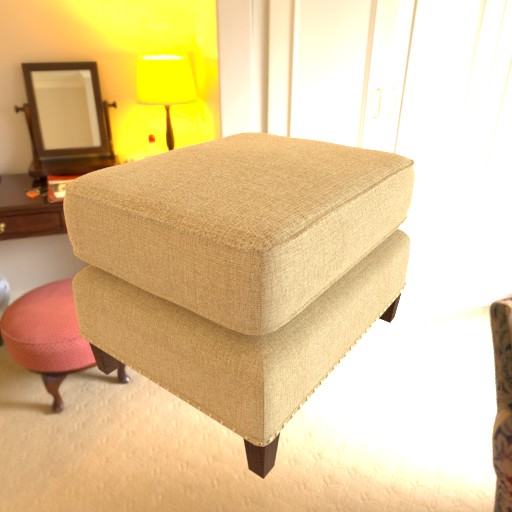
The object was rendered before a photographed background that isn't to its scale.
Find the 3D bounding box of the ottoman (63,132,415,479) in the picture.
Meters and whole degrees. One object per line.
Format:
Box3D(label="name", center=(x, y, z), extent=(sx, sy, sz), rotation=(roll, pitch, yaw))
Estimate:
Box3D(label="ottoman", center=(0.000, 0.000, 1.144), extent=(0.589, 0.537, 0.738), rotation=(19, 32, 32))
